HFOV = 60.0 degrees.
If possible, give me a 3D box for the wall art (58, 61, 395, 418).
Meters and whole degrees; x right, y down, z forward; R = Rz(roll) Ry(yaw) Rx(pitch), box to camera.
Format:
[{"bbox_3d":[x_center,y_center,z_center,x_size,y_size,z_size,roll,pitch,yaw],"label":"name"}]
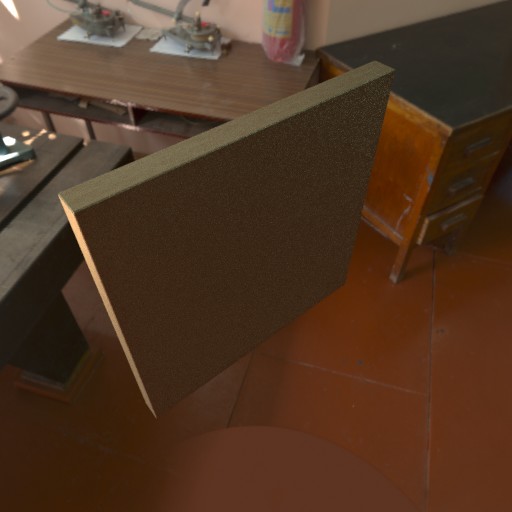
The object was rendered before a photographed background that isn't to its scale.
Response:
[{"bbox_3d":[0.000,0.000,0.747,0.503,0.506,0.040,-31,55,-25],"label":"wall art"}]
